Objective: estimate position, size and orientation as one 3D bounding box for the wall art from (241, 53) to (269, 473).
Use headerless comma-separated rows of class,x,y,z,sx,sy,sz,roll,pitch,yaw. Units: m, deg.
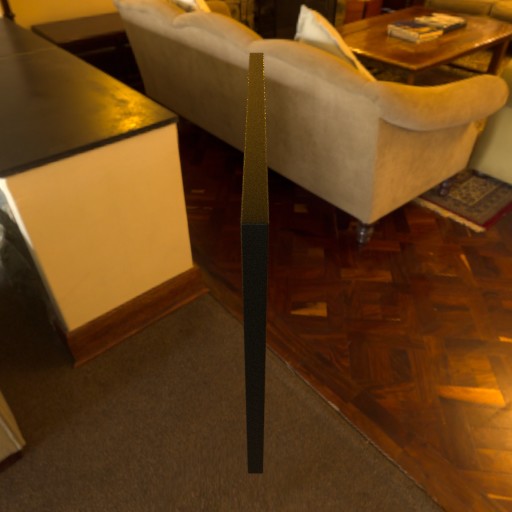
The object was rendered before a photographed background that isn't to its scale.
wall art,0.000,0.000,1.126,0.038,0.761,0.755,0,41,0
